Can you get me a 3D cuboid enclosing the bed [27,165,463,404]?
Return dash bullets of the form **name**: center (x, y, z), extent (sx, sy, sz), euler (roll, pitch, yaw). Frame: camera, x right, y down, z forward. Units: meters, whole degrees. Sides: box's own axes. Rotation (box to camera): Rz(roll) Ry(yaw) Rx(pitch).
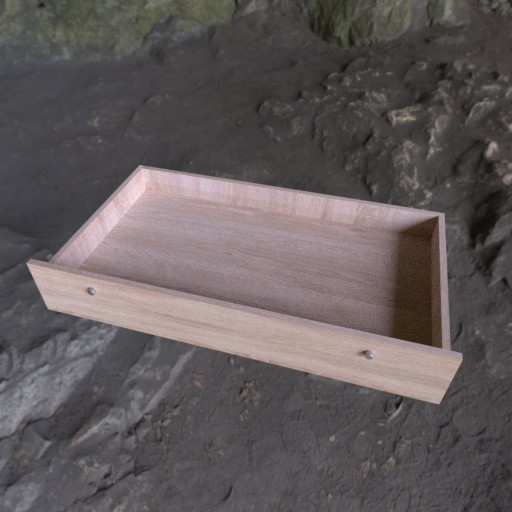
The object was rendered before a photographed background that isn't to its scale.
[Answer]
- **bed**: center (0.000, 0.000, 1.469), extent (1.200, 0.209, 0.685), euler (11, 43, 12)
